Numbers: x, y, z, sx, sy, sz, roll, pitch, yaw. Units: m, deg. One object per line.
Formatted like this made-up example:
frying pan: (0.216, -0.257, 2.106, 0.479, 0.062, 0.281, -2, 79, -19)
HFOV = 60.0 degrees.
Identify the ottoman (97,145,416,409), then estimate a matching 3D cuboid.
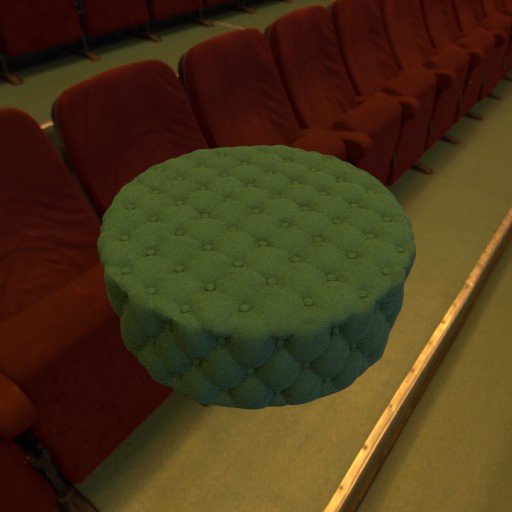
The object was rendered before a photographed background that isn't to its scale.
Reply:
ottoman: (0.000, 0.000, 1.515, 0.998, 0.399, 0.998, 0, 40, 0)
